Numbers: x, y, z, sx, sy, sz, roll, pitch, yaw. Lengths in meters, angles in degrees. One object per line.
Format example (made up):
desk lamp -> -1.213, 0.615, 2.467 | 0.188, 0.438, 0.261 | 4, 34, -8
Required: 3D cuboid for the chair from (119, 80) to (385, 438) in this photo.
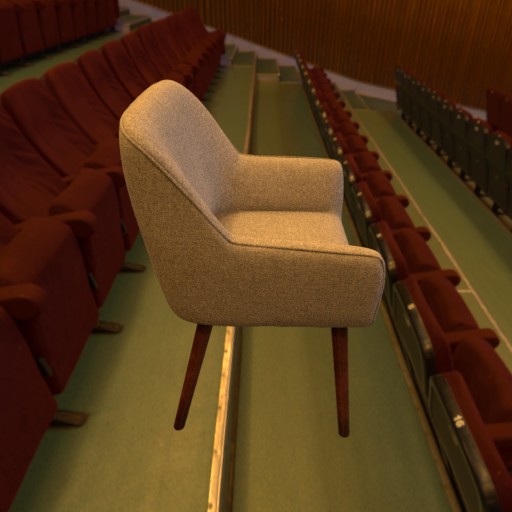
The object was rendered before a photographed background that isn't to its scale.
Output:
chair -> 0.000, 0.000, 1.151 | 0.519, 0.803, 0.543 | 0, 32, 0
